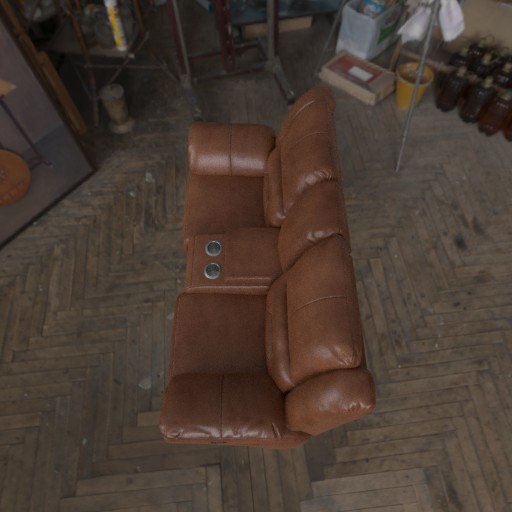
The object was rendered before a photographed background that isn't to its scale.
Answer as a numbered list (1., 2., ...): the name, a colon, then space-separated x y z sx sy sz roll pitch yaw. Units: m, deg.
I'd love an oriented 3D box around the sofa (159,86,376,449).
1. sofa: 0.000 0.000 2.632 0.991 1.043 2.058 0 59 0
